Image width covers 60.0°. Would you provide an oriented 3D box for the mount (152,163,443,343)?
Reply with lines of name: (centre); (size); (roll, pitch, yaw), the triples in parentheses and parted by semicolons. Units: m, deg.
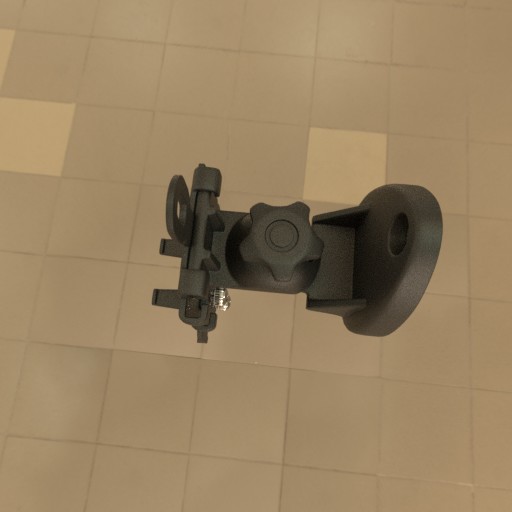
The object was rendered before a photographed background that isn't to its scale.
mount: (0.000, 0.000, 0.171); (0.100, 0.118, 0.066); (5, 77, 1)
